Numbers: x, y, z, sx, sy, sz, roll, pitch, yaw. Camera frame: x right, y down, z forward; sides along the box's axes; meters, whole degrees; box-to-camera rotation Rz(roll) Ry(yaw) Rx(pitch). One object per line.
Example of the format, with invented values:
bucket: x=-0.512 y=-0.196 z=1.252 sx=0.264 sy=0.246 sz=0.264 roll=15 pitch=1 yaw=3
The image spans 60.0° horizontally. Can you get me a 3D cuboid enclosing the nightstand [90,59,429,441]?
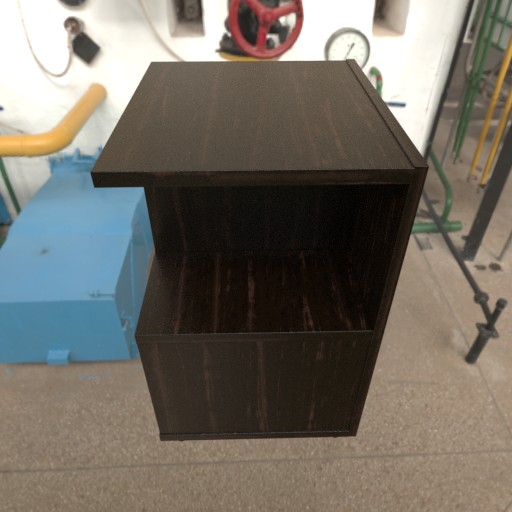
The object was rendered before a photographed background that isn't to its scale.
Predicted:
nightstand: x=0.000 y=0.000 z=0.794 sx=0.356 sy=0.559 sz=0.400 roll=-1 pitch=39 yaw=-1
